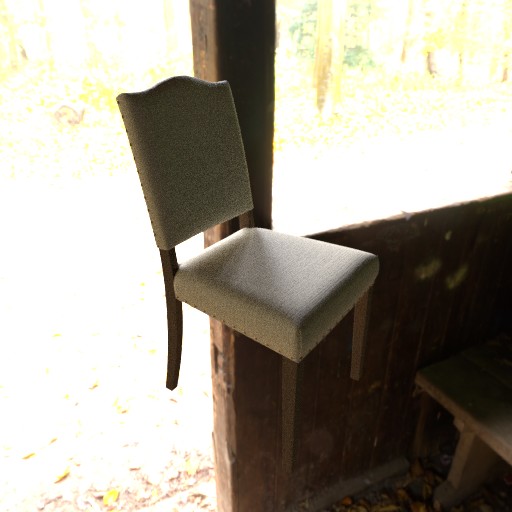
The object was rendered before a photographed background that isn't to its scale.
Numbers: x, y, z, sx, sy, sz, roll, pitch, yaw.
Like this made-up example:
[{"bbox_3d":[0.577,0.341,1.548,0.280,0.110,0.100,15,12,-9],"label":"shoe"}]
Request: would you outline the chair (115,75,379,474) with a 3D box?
[{"bbox_3d":[0.000,0.000,1.371,0.619,1.015,0.508,17,31,31],"label":"chair"}]
